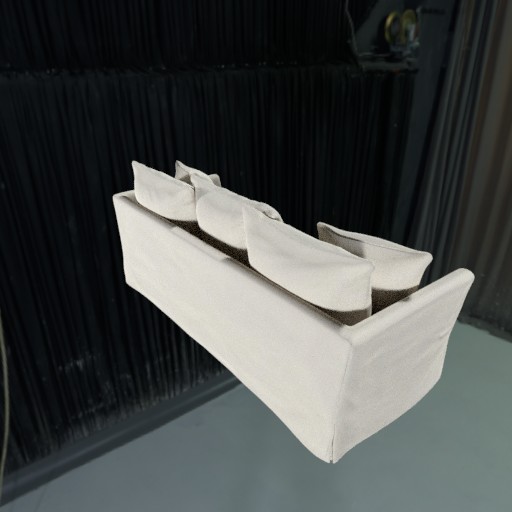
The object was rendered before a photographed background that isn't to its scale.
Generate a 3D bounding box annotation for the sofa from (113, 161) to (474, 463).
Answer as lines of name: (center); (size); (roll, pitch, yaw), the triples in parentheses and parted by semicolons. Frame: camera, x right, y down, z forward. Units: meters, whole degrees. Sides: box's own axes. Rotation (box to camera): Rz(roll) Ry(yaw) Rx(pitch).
sofa: (0.000, 0.000, 3.040); (1.046, 1.047, 2.499); (-19, 32, -34)
